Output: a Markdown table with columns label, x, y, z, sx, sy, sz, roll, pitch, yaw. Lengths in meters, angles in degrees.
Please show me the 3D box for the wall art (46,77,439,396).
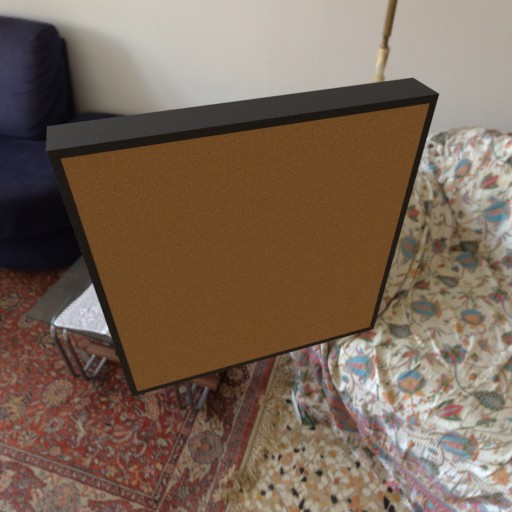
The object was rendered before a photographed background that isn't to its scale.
| label | x | y | z | sx | sy | sz | roll | pitch | yaw |
| --- | --- | --- | --- | --- | --- | --- | --- | --- | --- |
| wall art | 0.000 | 0.000 | 0.443 | 0.304 | 0.304 | 0.038 | -12 | 43 | -14 |
